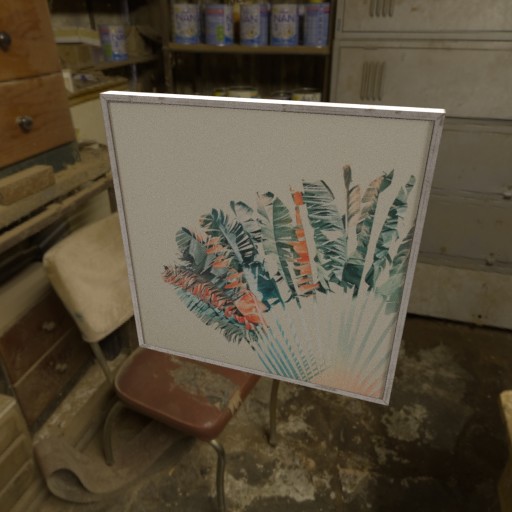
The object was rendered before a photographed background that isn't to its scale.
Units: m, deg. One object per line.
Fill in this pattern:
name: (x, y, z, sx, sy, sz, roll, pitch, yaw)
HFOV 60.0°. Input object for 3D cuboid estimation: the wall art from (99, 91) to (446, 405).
wall art: (0.000, 0.000, 0.755, 0.508, 0.506, 0.029, 9, 30, 16)
